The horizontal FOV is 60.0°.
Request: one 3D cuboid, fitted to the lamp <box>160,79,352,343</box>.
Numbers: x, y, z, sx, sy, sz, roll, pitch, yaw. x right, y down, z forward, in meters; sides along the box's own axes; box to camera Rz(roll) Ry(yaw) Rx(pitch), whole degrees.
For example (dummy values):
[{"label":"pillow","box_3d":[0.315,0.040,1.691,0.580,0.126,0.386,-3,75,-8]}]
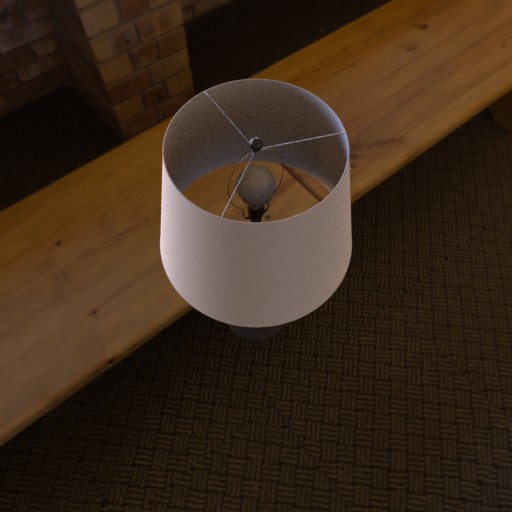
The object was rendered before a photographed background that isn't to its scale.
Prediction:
[{"label":"lamp","box_3d":[0.000,0.000,0.918,0.363,0.696,0.363,0,63,0]}]
